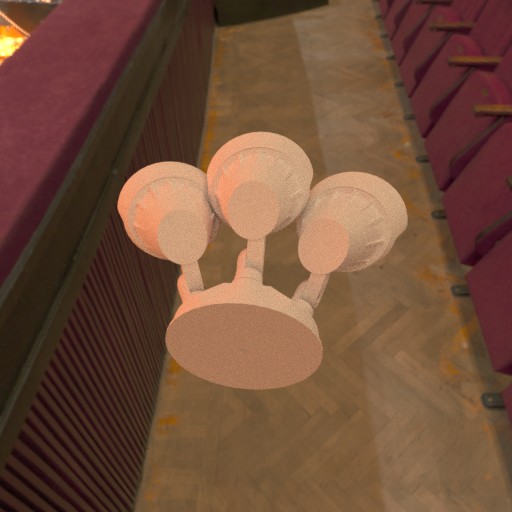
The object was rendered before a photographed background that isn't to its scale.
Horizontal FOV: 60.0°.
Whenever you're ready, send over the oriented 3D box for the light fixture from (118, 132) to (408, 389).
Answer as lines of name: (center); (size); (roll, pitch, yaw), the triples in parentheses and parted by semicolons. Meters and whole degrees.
light fixture: (0.000, 0.000, 0.550); (0.369, 0.237, 0.278); (4, 46, 4)
